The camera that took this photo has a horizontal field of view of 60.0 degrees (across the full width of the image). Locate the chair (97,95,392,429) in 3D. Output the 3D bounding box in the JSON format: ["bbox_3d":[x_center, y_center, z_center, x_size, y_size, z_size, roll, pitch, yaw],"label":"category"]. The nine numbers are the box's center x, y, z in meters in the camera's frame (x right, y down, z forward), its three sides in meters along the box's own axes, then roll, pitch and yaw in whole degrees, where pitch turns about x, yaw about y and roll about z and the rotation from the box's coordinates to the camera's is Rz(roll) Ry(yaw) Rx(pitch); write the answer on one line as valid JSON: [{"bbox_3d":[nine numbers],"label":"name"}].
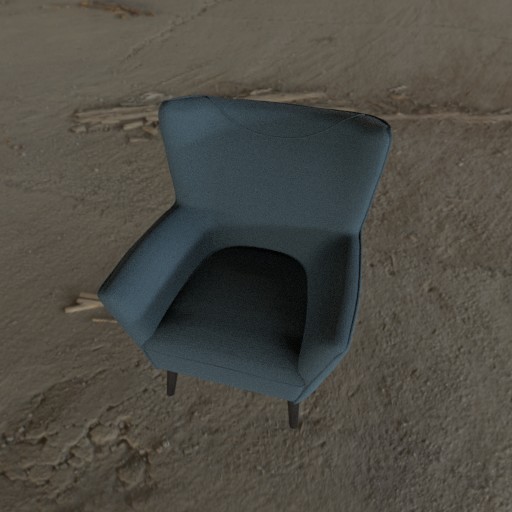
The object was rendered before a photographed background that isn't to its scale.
[{"bbox_3d":[0.000,0.000,1.622,0.781,0.933,0.888,11,43,12],"label":"chair"}]
